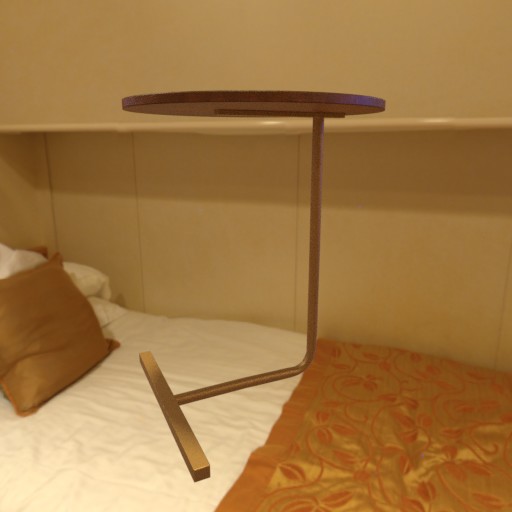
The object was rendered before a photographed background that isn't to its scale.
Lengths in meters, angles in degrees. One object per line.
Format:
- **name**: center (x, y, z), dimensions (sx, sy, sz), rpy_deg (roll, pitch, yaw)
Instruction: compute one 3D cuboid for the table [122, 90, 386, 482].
- **table**: center (0.000, 0.000, 1.080), dimensions (0.577, 0.706, 0.530), rpy_deg (-7, 16, -24)
